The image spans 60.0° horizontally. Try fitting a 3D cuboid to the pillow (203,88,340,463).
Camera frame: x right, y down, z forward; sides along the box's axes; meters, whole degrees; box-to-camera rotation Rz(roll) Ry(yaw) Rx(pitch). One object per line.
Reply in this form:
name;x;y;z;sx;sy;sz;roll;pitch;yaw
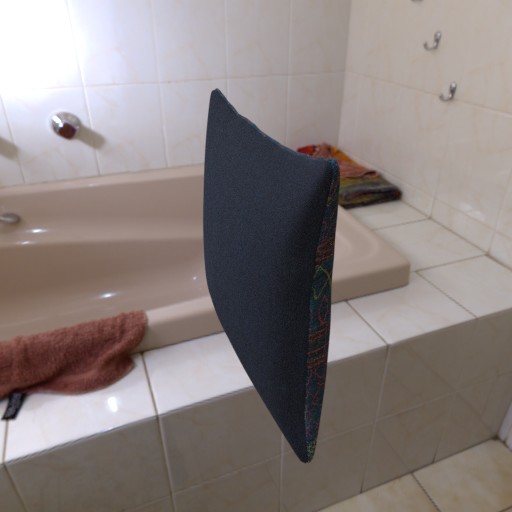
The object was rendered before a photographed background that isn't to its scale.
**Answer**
pillow;0.000;0.000;0.677;0.141;0.431;0.431;-10;32;-16
